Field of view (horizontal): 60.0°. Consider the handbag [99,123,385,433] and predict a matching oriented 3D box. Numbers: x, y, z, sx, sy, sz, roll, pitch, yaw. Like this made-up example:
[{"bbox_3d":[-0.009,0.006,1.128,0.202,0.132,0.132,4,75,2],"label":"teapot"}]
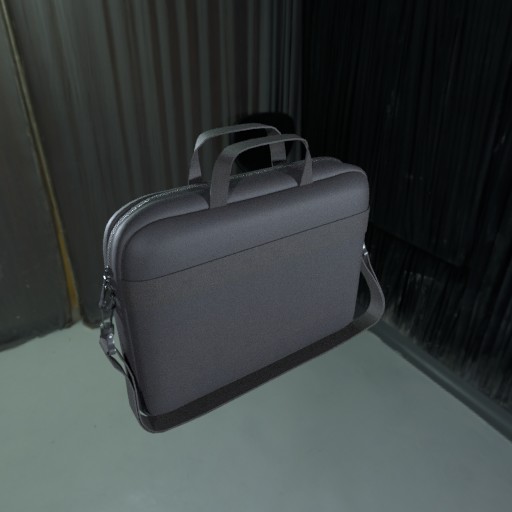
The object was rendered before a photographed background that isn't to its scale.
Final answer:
[{"bbox_3d":[0.000,0.000,0.584,0.429,0.330,0.126,-18,35,-29],"label":"handbag"}]
